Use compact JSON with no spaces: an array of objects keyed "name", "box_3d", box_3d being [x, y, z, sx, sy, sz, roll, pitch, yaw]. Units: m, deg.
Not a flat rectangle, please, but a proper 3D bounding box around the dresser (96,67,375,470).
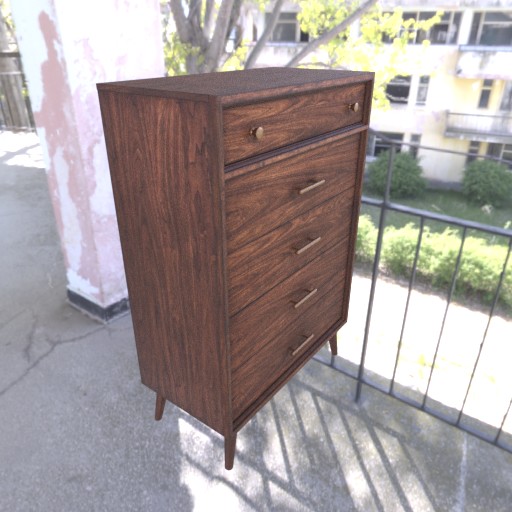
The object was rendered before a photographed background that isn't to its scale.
[{"name":"dresser","box_3d":[0.000,0.000,1.816,0.498,1.365,0.919,19,32,33]}]
